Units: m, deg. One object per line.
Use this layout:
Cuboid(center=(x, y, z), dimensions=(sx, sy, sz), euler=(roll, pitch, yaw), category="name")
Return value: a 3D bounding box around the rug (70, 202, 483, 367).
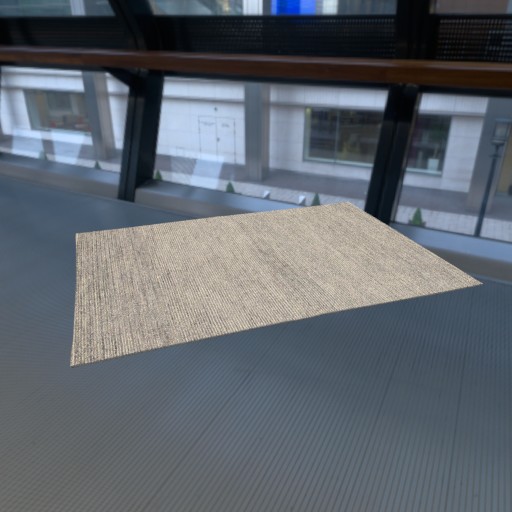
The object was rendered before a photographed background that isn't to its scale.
Cuboid(center=(0.000, 0.000, 2.967), dimensions=(2.307, 0.030, 1.604), euler=(-8, 27, -17), category="rug")
